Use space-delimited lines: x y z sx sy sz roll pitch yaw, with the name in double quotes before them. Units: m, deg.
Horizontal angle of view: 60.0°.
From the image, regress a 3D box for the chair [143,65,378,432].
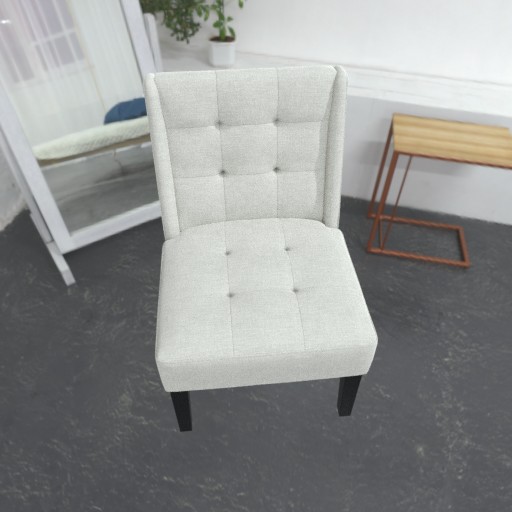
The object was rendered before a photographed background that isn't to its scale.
"chair" 0.000 0.000 1.310 0.569 0.853 0.676 -4 46 -4
